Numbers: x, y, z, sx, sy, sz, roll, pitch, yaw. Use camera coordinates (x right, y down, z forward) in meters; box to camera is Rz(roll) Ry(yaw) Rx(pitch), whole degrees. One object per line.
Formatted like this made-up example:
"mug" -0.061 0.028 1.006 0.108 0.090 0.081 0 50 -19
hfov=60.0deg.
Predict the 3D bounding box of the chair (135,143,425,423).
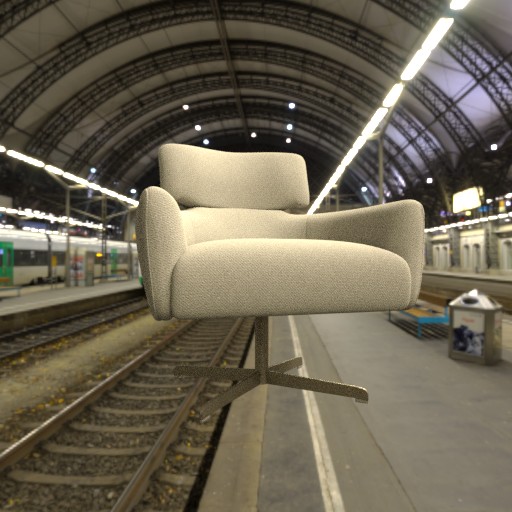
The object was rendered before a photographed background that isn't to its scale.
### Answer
"chair" 0.000 0.000 1.403 0.760 0.810 0.730 0 -1 -18
